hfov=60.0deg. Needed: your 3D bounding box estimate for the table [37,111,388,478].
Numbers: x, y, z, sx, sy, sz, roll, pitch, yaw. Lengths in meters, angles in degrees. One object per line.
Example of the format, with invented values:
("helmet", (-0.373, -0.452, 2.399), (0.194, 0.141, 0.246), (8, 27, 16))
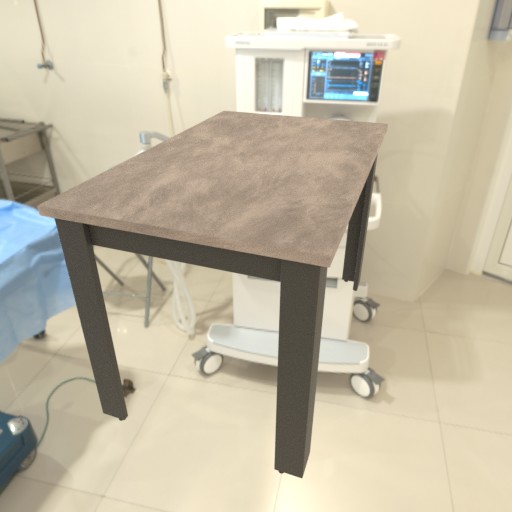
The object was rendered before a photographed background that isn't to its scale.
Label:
("table", (0.000, 0.000, 1.572), (0.700, 0.734, 1.100), (10, 32, 17))
